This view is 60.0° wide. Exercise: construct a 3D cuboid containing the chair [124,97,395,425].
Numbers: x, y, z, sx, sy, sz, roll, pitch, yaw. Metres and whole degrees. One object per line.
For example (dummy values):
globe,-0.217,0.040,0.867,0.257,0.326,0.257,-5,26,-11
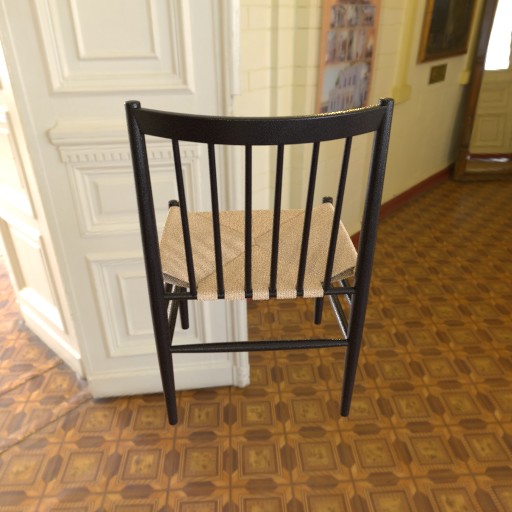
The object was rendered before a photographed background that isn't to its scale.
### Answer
chair,0.000,0.000,1.133,0.495,0.818,0.516,-2,29,-3
